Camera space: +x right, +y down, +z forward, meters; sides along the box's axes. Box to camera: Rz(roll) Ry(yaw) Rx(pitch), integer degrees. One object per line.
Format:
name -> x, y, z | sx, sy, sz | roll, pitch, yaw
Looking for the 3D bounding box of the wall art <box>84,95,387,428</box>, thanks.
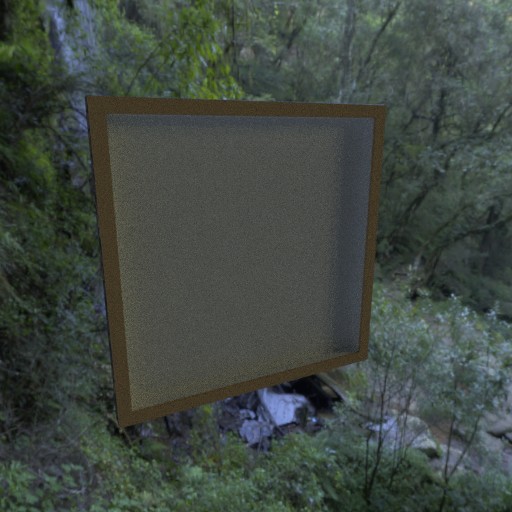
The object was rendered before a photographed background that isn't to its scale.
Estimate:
wall art -> 0.000, 0.000, 0.925 | 0.612, 0.612, 0.038 | -8, 17, -25
